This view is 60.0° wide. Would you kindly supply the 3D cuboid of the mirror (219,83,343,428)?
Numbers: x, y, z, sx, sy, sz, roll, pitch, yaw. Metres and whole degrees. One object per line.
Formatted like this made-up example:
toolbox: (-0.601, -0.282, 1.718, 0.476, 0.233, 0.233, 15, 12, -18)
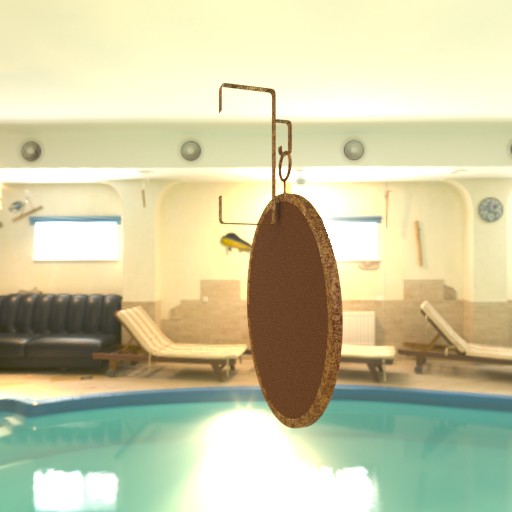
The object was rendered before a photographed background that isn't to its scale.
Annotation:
mirror: (0.000, 0.000, 0.860, 0.144, 0.651, 0.447, 0, 0, -18)
